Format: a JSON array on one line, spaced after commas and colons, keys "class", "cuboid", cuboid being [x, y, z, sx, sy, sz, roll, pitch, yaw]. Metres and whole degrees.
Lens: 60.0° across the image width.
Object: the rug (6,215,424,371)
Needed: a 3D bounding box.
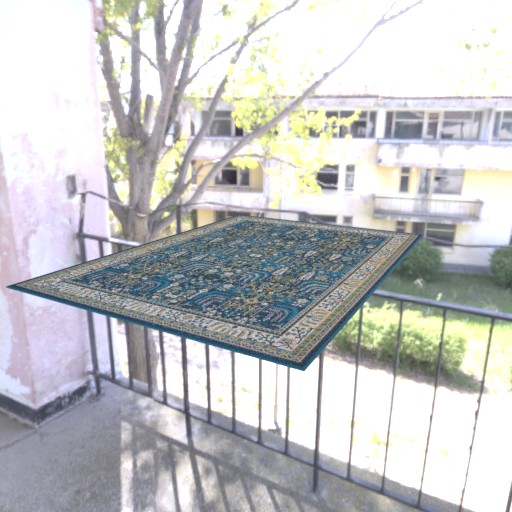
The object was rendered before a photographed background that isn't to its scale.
[{"class": "rug", "cuboid": [0.000, 0.000, 3.785, 2.226, 0.015, 3.044, 9, 18, 28]}]
